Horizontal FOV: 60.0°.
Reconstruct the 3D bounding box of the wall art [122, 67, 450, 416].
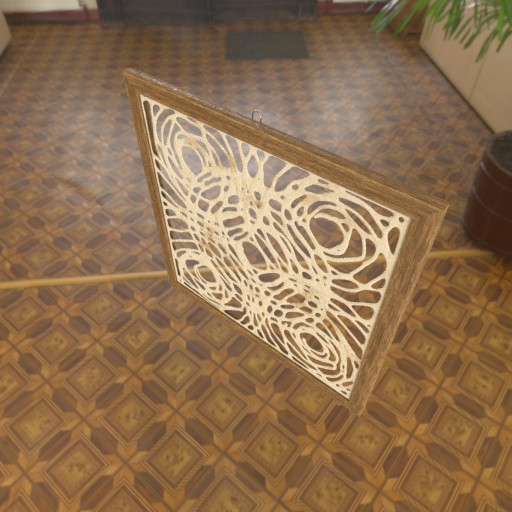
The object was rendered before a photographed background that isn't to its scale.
[{"bbox_3d":[0.000,0.000,0.824,0.561,0.576,0.021,31,54,25],"label":"wall art"}]
